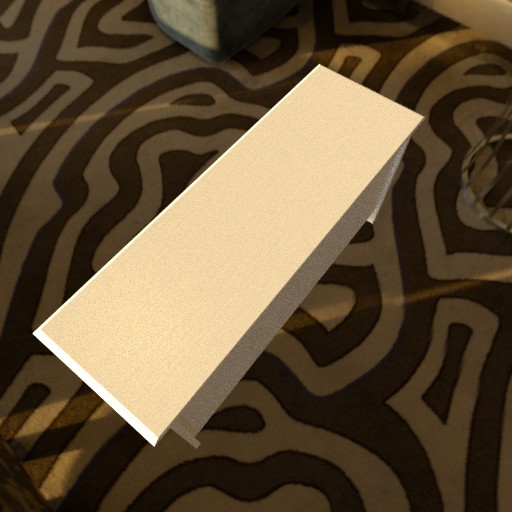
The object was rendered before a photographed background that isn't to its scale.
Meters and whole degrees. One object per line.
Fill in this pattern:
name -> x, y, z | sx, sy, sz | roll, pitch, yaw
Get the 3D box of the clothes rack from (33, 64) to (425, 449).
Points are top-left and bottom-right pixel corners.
clothes rack -> 0.000, 0.000, 1.463 | 0.405, 0.558, 1.218 | 35, 67, 17
